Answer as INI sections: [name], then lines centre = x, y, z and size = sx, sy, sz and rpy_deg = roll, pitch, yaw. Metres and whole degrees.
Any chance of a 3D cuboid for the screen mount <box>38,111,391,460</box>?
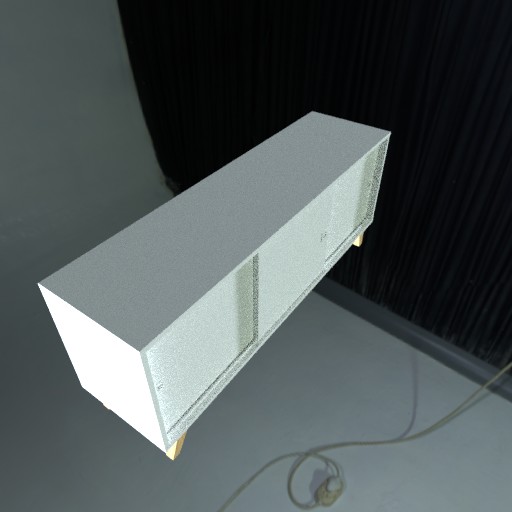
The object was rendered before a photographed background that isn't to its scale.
[screen mount]
centre = 0.000, 0.000, 1.786
size = 0.400, 0.619, 1.490
rpy_deg = 25, 46, 27
